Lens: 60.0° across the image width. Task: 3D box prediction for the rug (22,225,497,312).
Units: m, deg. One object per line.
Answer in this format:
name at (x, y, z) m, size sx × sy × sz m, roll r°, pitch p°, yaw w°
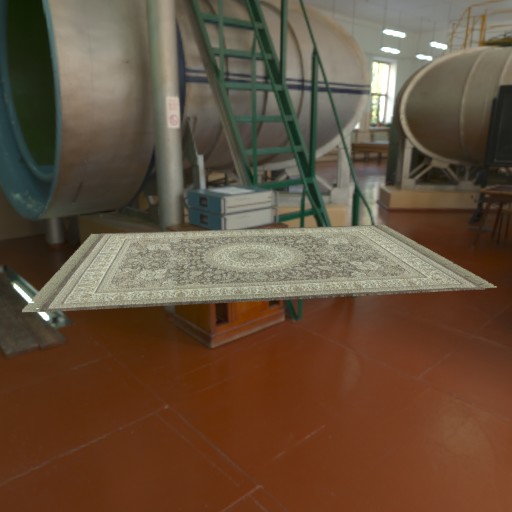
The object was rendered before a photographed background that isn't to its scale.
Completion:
rug at (0.000, 0.000, 4.153) m, size 3.422 × 0.015 × 2.143 m, roll -2°, pitch 17°, yaw -7°
